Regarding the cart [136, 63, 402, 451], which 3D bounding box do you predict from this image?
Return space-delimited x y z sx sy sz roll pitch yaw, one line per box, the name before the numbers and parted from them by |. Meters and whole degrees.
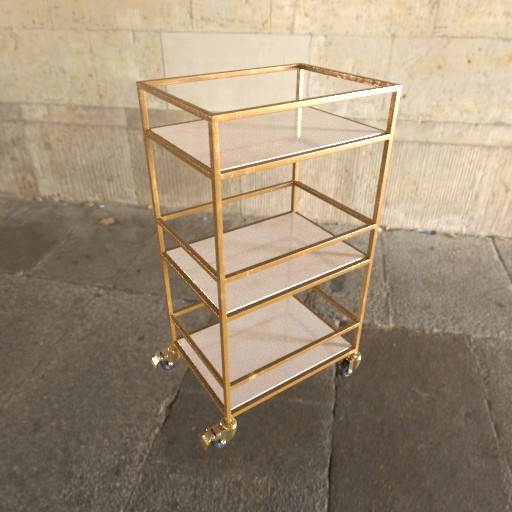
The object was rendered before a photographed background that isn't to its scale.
cart | 0.000 0.000 1.035 0.483 0.761 0.332 -19 37 -28
